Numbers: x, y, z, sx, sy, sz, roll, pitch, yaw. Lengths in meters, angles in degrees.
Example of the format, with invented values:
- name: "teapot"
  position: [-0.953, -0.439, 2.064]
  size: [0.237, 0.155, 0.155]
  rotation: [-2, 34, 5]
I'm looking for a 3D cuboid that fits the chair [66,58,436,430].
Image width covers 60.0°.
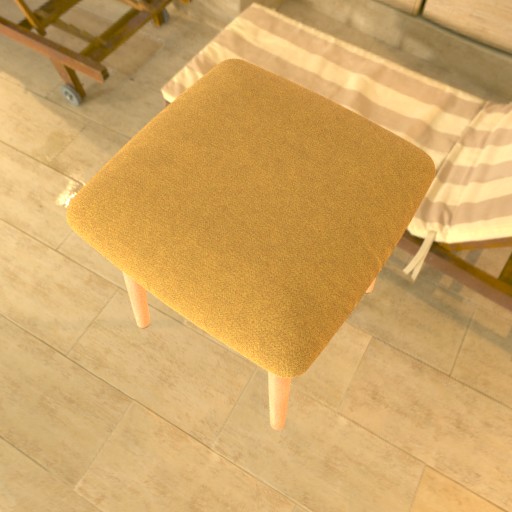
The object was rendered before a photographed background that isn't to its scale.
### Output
- name: "chair"
  position: [0.000, 0.000, 0.695]
  size: [0.350, 0.440, 0.350]
  rotation: [33, 67, 15]
